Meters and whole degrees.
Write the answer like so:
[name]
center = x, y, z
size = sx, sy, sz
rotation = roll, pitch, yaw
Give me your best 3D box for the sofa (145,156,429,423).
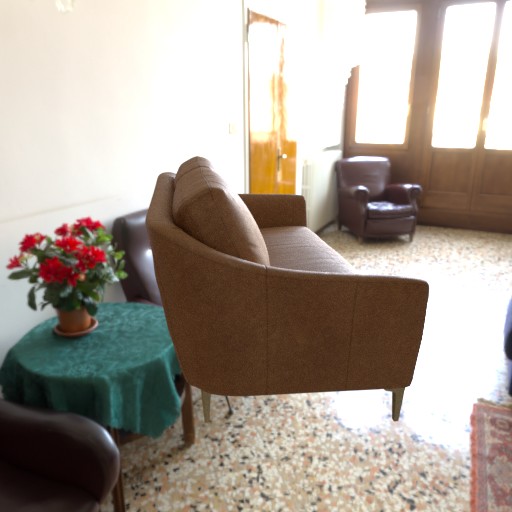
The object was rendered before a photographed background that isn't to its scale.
[sofa]
center = 0.000, 0.000, 2.212
size = 0.960, 0.902, 1.619
rotation = -3, 18, -9
